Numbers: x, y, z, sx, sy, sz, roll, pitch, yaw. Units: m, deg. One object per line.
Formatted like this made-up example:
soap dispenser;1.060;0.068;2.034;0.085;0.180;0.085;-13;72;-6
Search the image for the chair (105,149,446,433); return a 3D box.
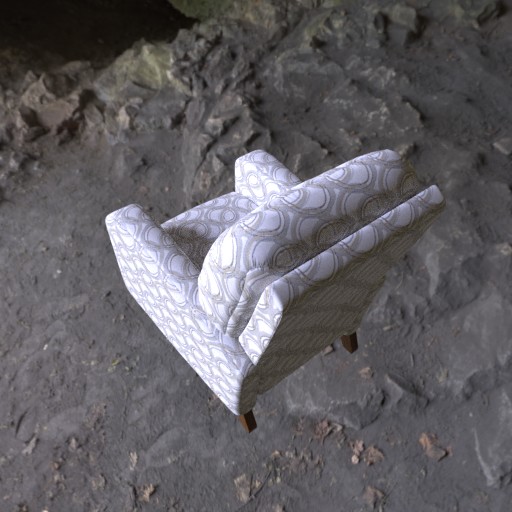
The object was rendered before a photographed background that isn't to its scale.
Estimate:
chair;0.000;0.000;1.723;0.796;1.065;0.995;-29;53;-25
